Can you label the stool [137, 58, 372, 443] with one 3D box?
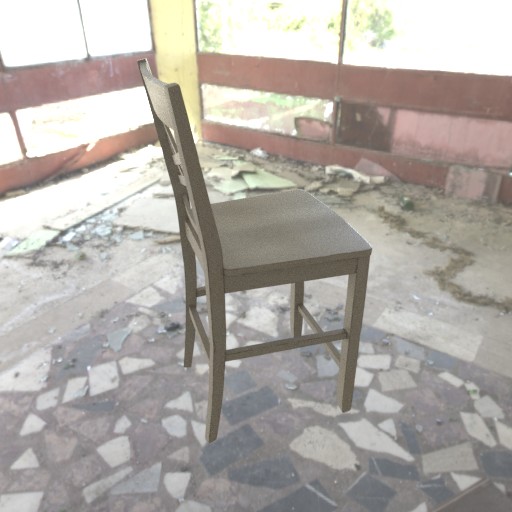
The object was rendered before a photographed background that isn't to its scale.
[{"bbox_3d":[0.000,0.000,1.349,0.539,1.079,0.462,-10,32,-17],"label":"stool"}]
